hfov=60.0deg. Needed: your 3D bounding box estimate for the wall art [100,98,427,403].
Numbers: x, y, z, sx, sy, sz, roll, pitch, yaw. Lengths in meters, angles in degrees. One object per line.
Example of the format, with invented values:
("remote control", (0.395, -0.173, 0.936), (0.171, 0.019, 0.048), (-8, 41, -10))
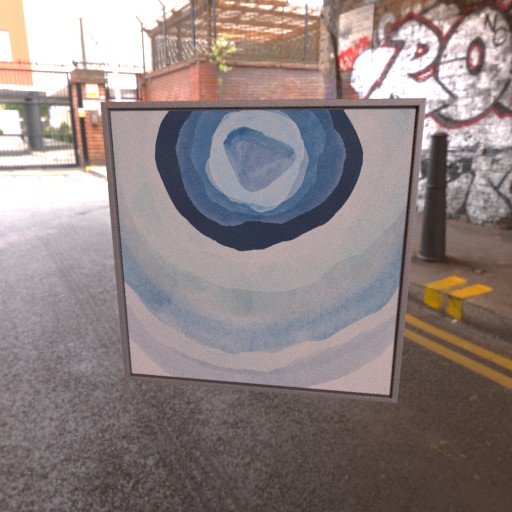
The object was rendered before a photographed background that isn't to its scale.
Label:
("wall art", (0.000, 0.000, 0.526), (0.349, 0.349, 0.028), (2, 16, 9))
